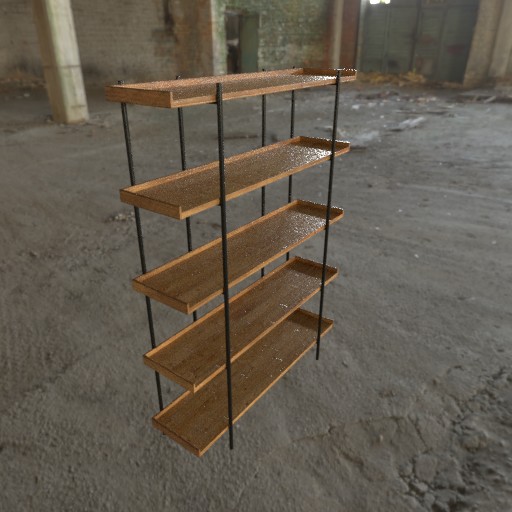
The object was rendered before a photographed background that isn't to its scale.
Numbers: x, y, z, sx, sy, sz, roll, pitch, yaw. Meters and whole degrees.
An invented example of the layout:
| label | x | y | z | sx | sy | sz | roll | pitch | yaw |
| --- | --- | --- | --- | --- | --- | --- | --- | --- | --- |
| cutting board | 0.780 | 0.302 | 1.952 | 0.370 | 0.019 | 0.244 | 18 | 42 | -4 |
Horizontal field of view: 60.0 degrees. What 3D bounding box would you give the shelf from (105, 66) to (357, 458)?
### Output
| label | x | y | z | sx | sy | sz | roll | pitch | yaw |
| --- | --- | --- | --- | --- | --- | --- | --- | --- | --- |
| shelf | 0.000 | 0.000 | 2.394 | 0.379 | 1.826 | 1.371 | 18 | 31 | 33 |
